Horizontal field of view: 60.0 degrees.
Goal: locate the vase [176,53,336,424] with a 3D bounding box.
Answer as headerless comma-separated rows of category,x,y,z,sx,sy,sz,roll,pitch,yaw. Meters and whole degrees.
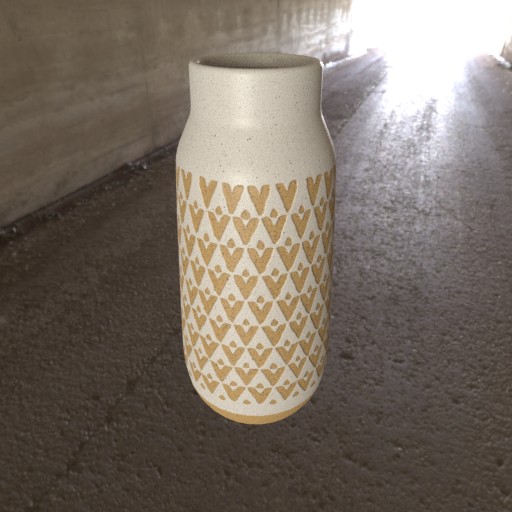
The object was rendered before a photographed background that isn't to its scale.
vase,0.000,0.000,0.377,0.137,0.307,0.137,0,31,0
